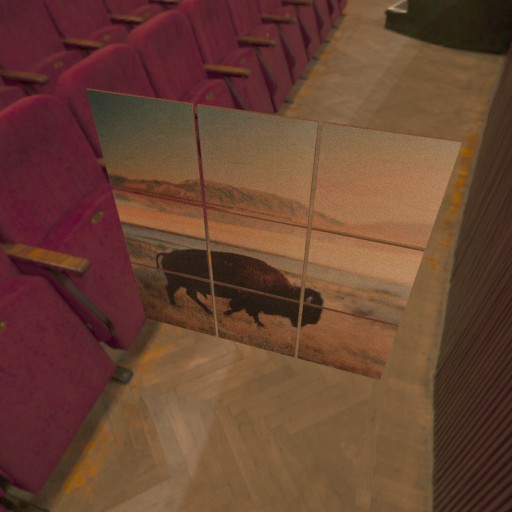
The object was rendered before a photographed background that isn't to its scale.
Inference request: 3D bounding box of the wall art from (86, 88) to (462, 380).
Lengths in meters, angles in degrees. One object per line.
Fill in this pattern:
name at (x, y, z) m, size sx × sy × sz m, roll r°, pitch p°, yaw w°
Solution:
wall art at (0.000, 0.000, 2.260) m, size 1.533 × 1.532 × 0.019 m, roll 12°, pitch 44°, yaw 13°
